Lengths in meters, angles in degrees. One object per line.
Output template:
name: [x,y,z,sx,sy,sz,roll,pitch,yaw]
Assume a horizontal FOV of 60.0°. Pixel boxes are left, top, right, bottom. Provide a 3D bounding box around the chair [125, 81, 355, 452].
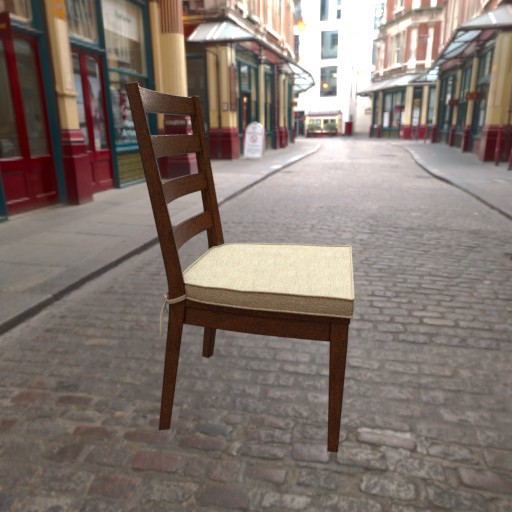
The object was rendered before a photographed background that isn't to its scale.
chair: [0.000,0.000,1.382,0.595,0.979,0.593,3,16,10]
